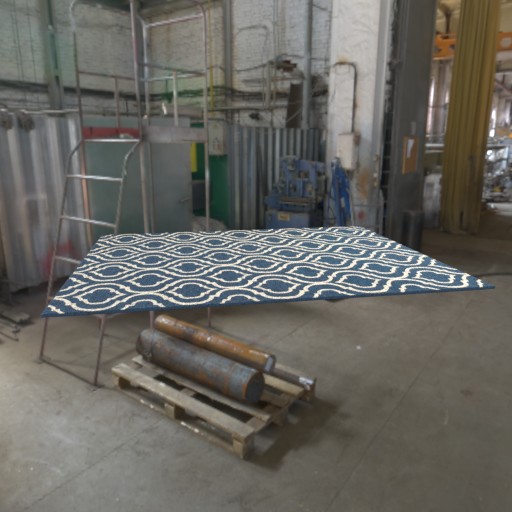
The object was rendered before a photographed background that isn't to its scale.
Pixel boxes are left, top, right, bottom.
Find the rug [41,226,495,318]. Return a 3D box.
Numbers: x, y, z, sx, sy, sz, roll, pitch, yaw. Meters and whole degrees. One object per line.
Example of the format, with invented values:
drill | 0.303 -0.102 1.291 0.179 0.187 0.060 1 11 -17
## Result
rug | 0.000 0.000 3.825 2.881 0.020 2.270 -3 15 -10
